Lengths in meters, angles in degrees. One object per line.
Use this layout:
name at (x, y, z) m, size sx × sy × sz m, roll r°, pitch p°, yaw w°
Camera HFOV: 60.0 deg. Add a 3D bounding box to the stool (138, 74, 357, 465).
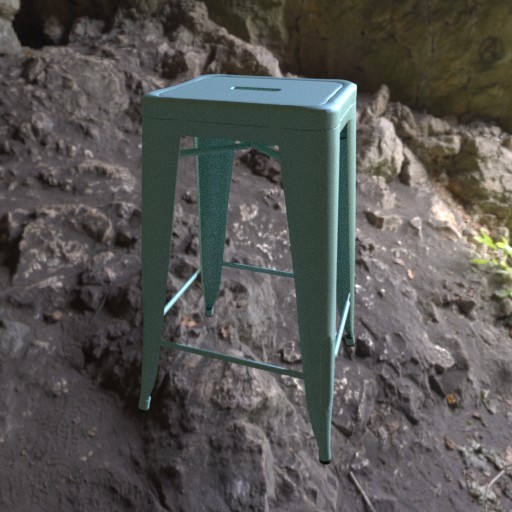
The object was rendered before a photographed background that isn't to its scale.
stool at (0.000, 0.000, 0.845) m, size 0.399 × 0.609 × 0.359 m, roll 9°, pitch 31°, yaw 16°
